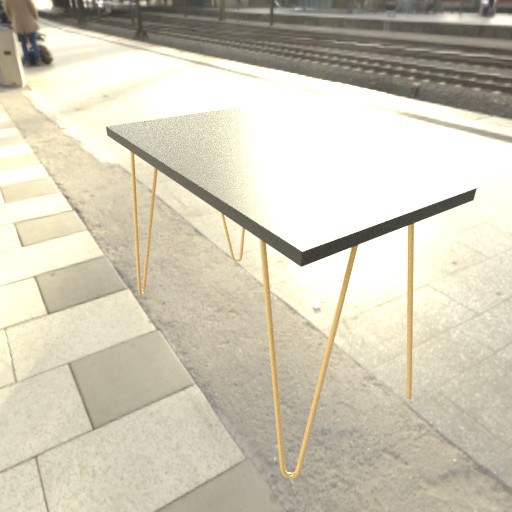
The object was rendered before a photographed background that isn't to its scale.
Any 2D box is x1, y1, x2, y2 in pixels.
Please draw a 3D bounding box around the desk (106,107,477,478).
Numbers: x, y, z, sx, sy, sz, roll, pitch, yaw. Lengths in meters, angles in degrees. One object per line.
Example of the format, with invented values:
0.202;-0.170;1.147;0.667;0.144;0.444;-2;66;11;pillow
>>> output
0.000;0.000;1.372;0.499;0.660;0.991;-19;36;-29;desk
